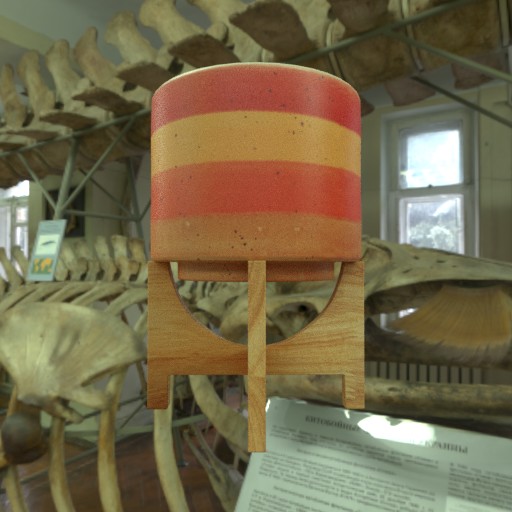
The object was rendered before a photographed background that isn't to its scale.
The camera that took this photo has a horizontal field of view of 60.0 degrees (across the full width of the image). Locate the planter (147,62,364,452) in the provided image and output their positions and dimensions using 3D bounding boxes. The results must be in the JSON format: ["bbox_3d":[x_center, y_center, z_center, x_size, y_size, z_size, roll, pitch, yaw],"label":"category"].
[{"bbox_3d":[0.000,0.000,0.558,0.269,0.379,0.269,0,-1,0],"label":"planter"}]
